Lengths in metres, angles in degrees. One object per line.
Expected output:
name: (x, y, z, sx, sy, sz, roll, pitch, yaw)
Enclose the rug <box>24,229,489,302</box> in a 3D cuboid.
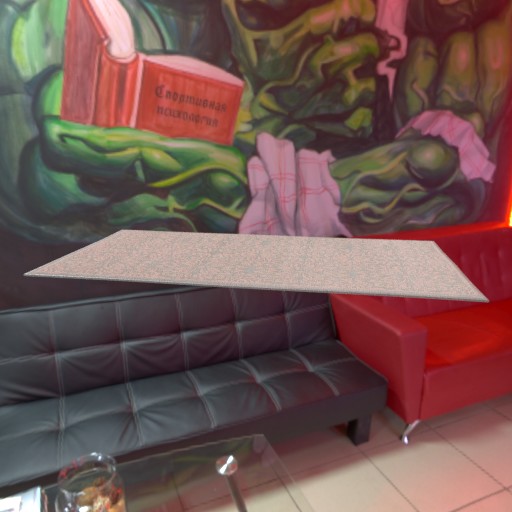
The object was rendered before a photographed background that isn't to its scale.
rug: (0.000, 0.000, 1.429, 1.219, 0.007, 0.604, 3, 16, 9)
